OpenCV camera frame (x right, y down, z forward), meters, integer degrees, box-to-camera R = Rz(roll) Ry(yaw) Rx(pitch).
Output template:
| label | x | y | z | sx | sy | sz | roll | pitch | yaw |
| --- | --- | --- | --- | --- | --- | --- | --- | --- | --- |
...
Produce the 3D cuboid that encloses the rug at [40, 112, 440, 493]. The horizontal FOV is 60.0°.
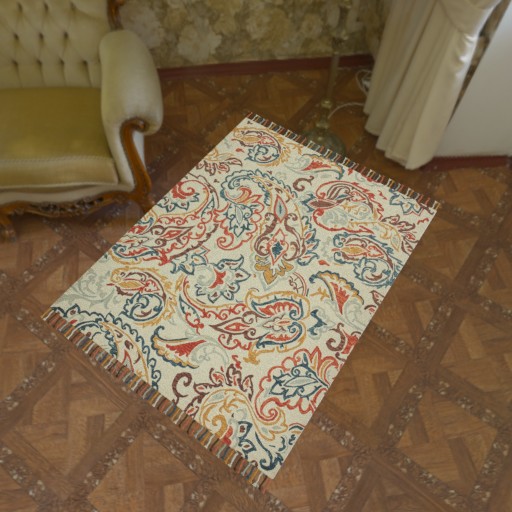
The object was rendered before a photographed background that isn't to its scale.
| label | x | y | z | sx | sy | sz | roll | pitch | yaw |
| --- | --- | --- | --- | --- | --- | --- | --- | --- | --- |
| rug | 0.000 | 0.000 | 4.306 | 2.439 | 0.015 | 3.274 | 31 | 63 | 17 |
